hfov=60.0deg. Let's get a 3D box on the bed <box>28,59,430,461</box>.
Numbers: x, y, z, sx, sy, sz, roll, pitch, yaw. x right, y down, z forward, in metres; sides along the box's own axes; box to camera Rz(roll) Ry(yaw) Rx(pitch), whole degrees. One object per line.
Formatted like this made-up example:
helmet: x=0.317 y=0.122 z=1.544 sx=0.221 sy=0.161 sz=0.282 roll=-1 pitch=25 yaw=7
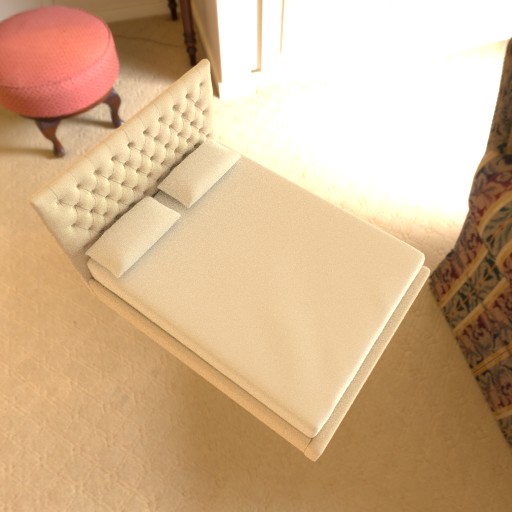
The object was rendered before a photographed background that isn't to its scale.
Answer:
bed: x=0.000 y=0.000 z=3.274 sx=2.233 sy=1.426 sz=1.696 roll=32 pitch=64 yaw=18
